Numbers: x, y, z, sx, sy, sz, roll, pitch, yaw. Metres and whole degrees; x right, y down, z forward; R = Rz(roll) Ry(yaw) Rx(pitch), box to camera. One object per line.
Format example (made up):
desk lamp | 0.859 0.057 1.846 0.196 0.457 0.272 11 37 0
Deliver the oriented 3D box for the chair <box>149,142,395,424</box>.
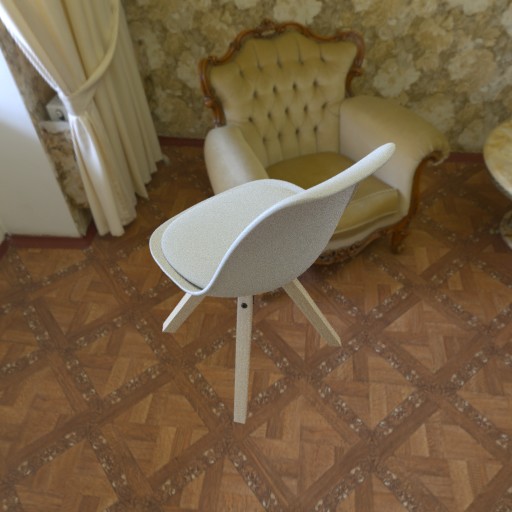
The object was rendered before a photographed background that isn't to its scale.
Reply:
chair | 0.000 0.000 1.200 0.485 0.850 0.550 -31 54 -26
